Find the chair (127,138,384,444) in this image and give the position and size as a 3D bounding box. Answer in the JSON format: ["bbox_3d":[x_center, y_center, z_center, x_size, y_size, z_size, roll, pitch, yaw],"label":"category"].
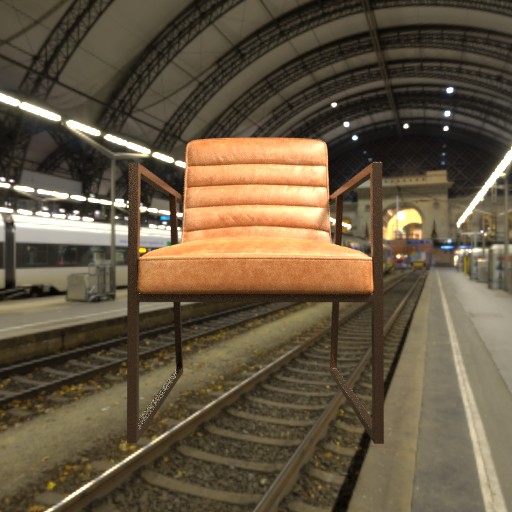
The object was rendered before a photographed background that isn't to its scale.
[{"bbox_3d":[0.000,0.000,1.286,0.571,0.832,0.677,0,0,1],"label":"chair"}]
